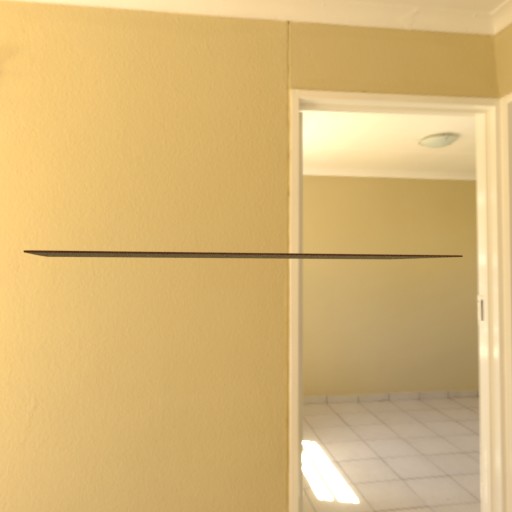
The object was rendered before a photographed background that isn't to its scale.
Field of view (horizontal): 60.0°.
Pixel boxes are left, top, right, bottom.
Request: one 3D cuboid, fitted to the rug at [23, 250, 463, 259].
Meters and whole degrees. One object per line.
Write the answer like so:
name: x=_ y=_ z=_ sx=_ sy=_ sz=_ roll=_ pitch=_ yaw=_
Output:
rug: x=0.000 y=0.000 z=2.719 sx=2.448 sy=0.012 sz=0.769 roll=1 pitch=-2 yaw=-18
